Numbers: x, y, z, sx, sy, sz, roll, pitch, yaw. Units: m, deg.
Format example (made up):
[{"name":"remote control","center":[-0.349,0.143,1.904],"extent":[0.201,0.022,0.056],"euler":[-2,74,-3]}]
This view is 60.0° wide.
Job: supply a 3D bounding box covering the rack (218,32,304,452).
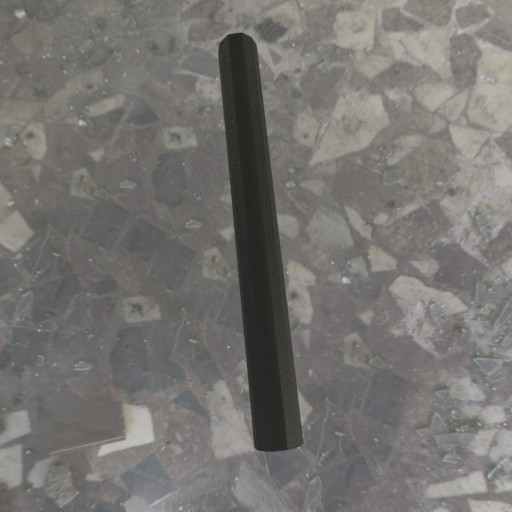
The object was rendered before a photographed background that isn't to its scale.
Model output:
[{"name":"rack","center":[0.000,0.000,0.452],"extent":[0.041,0.241,0.330],"euler":[-6,76,-1]}]
